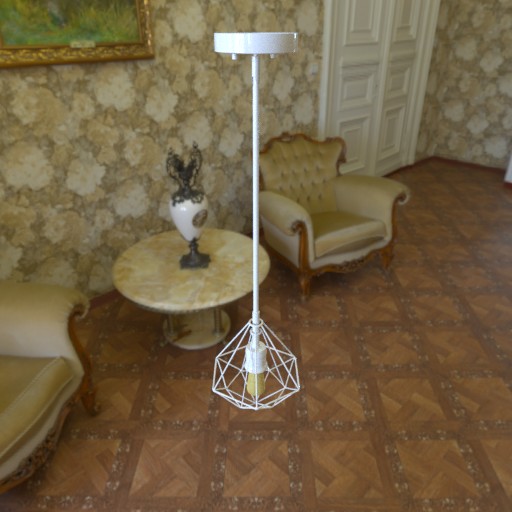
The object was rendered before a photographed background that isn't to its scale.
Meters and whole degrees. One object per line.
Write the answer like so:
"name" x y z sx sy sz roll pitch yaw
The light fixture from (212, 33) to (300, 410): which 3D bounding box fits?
"light fixture" 0.000 0.000 1.964 0.431 1.764 0.487 0 27 0
